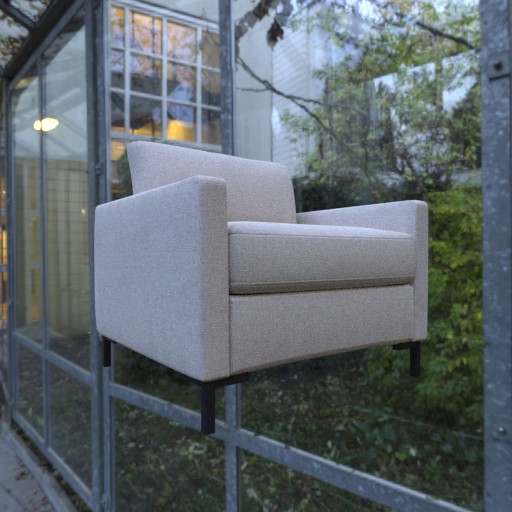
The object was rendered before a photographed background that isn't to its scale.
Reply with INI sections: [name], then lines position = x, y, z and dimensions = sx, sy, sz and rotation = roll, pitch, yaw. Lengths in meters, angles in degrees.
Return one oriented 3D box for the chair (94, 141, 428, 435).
[chair]
position = 0.000, 0.000, 1.647
dimensions = 0.963, 0.861, 0.866
rotation = 0, 0, -36
